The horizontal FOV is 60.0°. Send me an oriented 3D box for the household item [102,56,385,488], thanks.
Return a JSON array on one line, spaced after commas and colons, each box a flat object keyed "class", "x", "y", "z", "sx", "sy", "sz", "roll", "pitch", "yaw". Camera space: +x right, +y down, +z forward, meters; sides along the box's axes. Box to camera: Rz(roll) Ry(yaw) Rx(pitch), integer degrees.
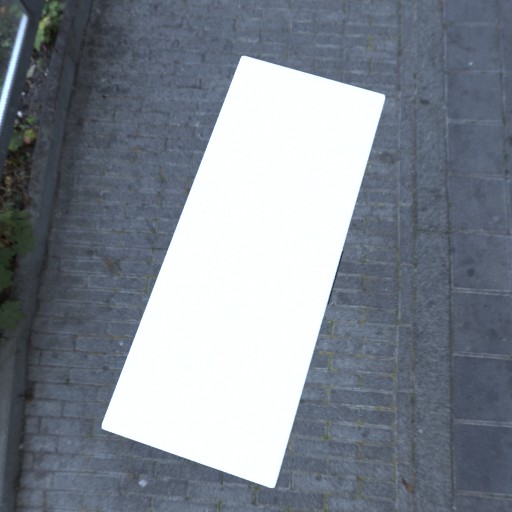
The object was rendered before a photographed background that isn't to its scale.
[{"class": "household item", "x": 0.000, "y": 0.000, "z": 2.157, "sx": 0.787, "sy": 0.356, "sz": 1.905, "roll": 17, "pitch": 77, "yaw": 4}]
